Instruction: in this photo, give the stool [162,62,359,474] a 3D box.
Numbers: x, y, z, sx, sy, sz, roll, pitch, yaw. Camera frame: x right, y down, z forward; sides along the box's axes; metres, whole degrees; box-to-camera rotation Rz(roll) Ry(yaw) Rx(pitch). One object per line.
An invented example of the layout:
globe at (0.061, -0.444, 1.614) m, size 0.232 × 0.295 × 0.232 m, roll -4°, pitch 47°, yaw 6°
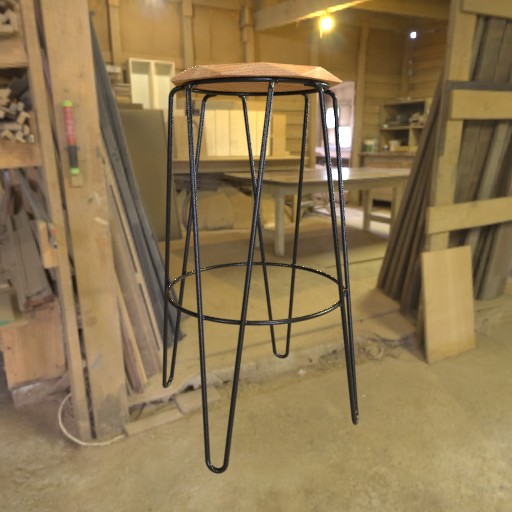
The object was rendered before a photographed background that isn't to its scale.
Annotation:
stool at (0.000, 0.000, 0.798) m, size 0.326 × 0.610 × 0.326 m, roll -7°, pitch 17°, yaw -25°
